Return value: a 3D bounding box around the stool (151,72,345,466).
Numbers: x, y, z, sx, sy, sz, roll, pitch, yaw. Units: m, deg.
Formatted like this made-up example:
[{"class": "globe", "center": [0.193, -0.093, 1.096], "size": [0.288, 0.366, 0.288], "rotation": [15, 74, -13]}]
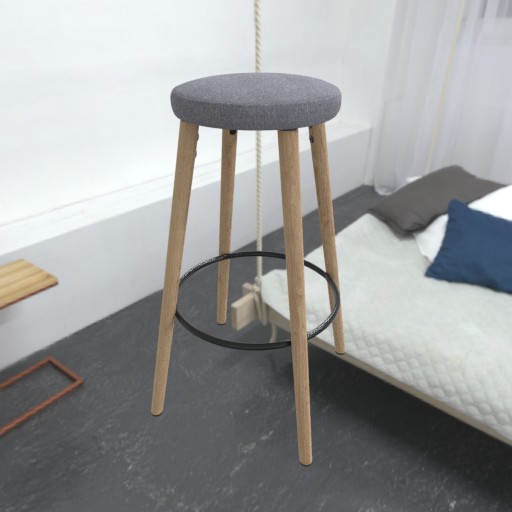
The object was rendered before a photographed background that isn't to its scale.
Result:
[{"class": "stool", "center": [0.000, 0.000, 1.011], "size": [0.410, 0.770, 0.410], "rotation": [11, 31, 18]}]
